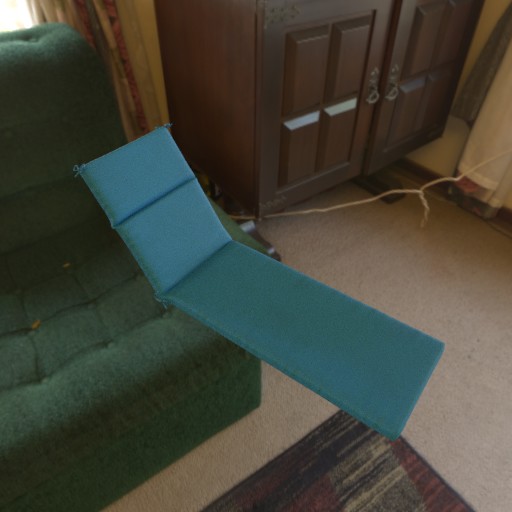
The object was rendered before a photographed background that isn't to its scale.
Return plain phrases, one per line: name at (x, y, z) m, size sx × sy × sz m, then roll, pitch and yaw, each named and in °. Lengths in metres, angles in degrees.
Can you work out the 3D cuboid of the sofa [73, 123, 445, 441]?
sofa at (0.000, 0.000, 1.954) m, size 1.663 × 0.622 × 0.582 m, roll 26°, pitch 48°, yaw 27°
